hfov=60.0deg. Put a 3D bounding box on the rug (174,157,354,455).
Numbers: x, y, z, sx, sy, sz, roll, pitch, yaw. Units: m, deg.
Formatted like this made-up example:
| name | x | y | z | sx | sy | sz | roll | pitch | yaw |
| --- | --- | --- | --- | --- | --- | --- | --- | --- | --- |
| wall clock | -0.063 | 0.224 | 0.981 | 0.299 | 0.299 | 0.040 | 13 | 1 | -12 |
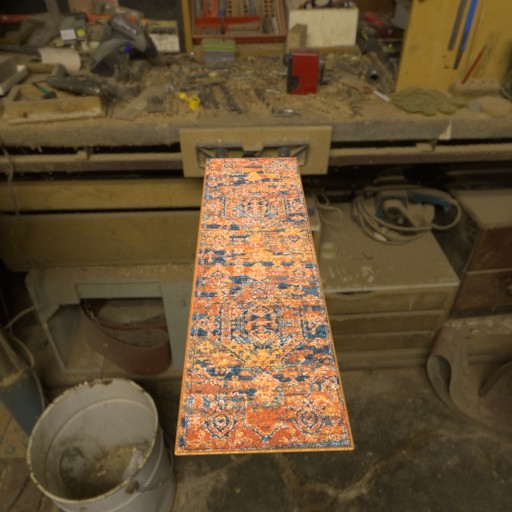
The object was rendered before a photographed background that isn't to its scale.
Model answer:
| name | x | y | z | sx | sy | sz | roll | pitch | yaw |
| --- | --- | --- | --- | --- | --- | --- | --- | --- | --- |
| rug | 0.000 | 0.000 | 2.041 | 0.556 | 0.013 | 1.820 | -1 | 41 | -1 |
